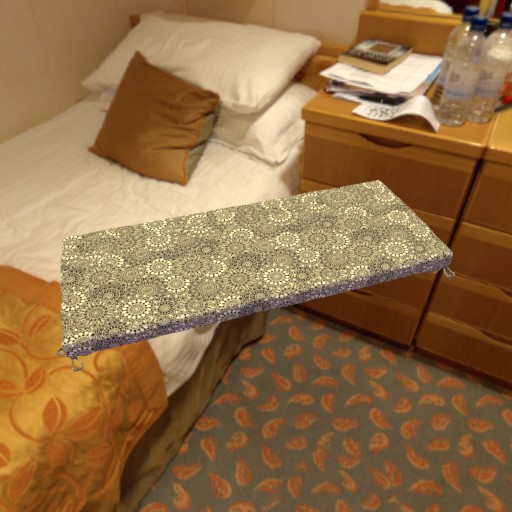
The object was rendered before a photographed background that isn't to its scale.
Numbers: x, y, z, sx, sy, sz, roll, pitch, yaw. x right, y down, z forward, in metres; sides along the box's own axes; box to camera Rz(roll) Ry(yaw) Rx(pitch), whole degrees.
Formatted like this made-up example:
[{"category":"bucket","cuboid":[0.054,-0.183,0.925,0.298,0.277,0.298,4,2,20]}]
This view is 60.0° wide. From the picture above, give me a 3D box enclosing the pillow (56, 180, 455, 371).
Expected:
[{"category":"pillow","cuboid":[0.000,0.000,1.385,1.187,0.081,0.492,-12,42,-13]}]
